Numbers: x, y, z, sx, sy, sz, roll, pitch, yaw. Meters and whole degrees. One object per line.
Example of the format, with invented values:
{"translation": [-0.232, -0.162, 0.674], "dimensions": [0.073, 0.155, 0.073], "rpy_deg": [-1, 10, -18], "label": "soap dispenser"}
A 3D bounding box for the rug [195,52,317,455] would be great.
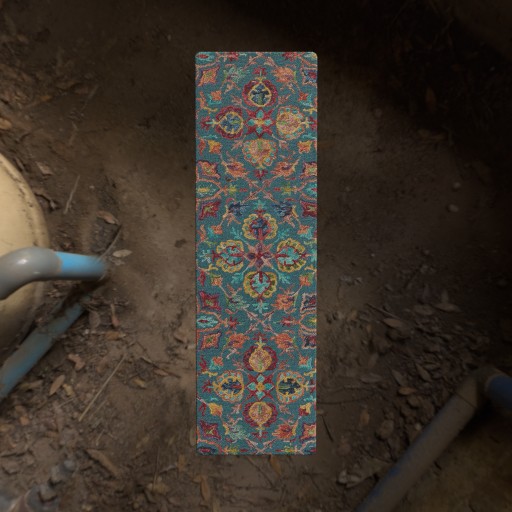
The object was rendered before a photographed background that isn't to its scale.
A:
{"translation": [0.000, 0.000, 2.515], "dimensions": [0.686, 0.013, 2.286], "rpy_deg": [0, 91, 0], "label": "rug"}
